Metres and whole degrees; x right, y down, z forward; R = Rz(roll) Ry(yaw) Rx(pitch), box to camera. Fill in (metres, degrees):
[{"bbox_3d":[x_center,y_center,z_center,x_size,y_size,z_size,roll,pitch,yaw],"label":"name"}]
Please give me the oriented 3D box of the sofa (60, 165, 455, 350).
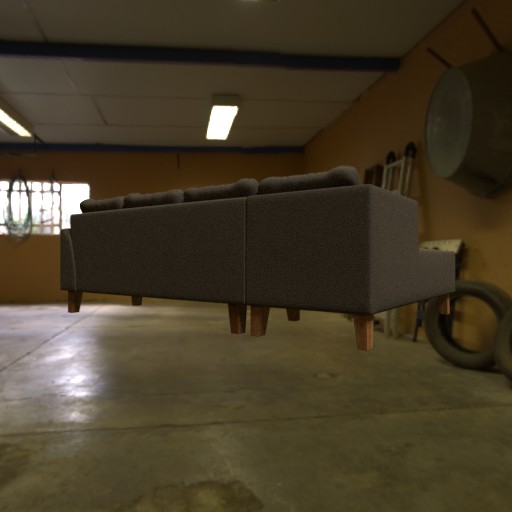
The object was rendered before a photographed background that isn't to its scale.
[{"bbox_3d":[0.000,0.000,3.618,2.679,0.932,1.829,0,0,36],"label":"sofa"}]
